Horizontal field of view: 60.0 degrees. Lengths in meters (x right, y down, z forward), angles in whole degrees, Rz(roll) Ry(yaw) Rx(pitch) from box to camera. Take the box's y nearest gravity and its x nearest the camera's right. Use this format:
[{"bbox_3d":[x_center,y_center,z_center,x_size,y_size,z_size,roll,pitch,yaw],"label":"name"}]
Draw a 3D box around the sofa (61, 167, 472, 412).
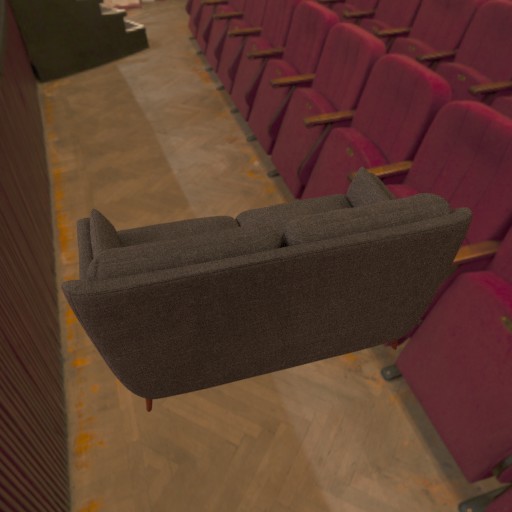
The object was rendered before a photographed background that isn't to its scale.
[{"bbox_3d":[0.000,0.000,2.169,1.646,0.887,0.976,-11,43,-12],"label":"sofa"}]
